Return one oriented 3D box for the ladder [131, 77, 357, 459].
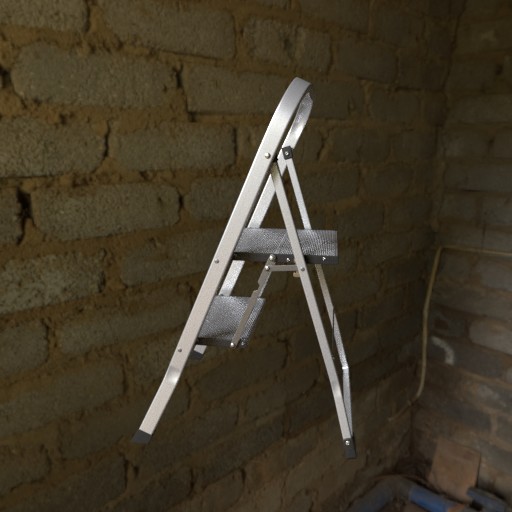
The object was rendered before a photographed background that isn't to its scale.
[{"bbox_3d":[0.000,0.000,1.140,0.530,0.830,0.465,2,14,9],"label":"ladder"}]
